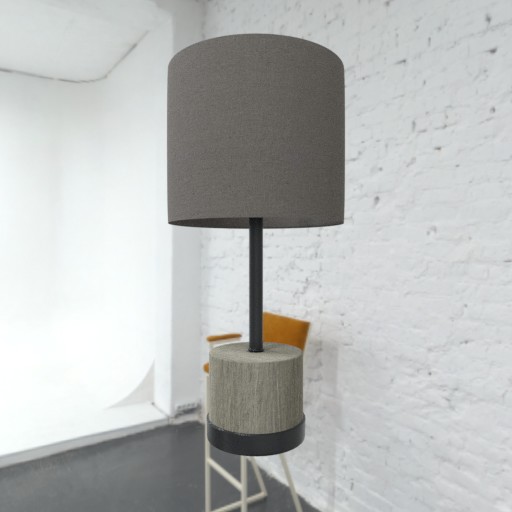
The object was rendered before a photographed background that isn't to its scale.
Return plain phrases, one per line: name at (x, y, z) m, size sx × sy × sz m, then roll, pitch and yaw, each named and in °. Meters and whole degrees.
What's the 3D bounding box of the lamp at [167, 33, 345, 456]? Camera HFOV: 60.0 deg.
lamp at (0.000, 0.000, 0.581) m, size 0.229 × 0.470 × 0.229 m, roll 0°, pitch 1°, yaw 35°
